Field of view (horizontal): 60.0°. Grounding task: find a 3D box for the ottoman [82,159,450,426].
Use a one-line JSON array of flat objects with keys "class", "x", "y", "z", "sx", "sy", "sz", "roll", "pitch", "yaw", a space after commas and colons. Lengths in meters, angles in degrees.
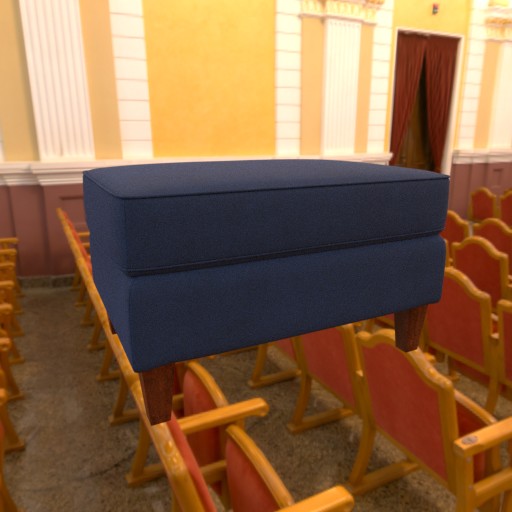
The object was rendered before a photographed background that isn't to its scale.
[{"class": "ottoman", "x": 0.000, "y": 0.000, "z": 1.417, "sx": 0.965, "sy": 0.584, "sz": 0.686, "roll": -8, "pitch": 18, "yaw": -25}]
